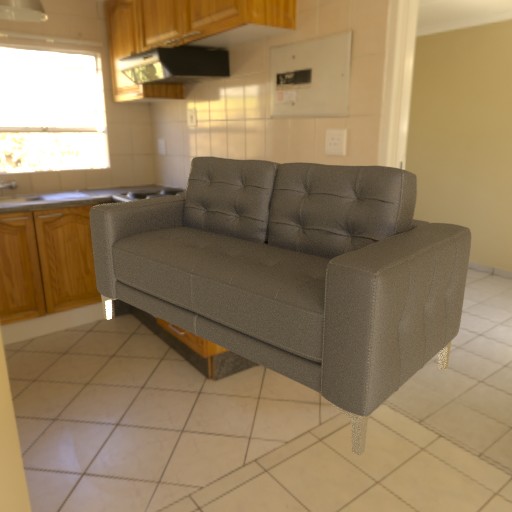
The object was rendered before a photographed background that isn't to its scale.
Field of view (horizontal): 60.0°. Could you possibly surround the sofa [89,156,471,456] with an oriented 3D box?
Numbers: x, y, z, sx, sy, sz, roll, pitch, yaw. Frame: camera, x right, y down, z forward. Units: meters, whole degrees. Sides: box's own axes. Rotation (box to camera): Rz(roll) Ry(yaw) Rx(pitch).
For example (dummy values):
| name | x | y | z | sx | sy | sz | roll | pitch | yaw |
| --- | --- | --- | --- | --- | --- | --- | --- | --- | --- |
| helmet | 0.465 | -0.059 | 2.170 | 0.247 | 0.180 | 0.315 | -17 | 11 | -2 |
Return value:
| name | x | y | z | sx | sy | sz | roll | pitch | yaw |
| --- | --- | --- | --- | --- | --- | --- | --- | --- | --- |
| sofa | 0.000 | 0.000 | 2.144 | 1.726 | 0.892 | 0.833 | 14 | 21 | 41 |
